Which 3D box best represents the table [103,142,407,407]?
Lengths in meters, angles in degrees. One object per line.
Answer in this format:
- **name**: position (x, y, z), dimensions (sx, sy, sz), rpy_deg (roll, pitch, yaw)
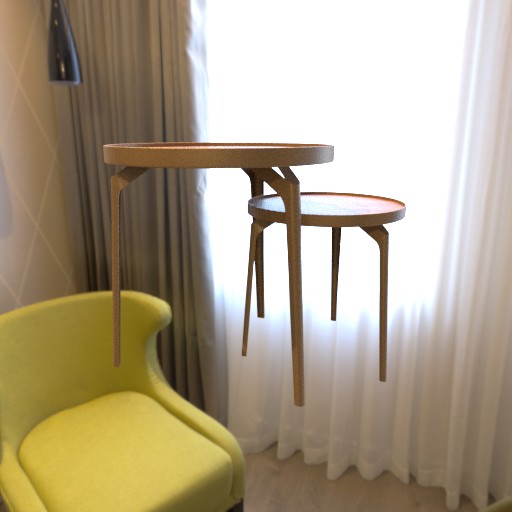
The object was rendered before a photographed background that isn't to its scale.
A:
- **table**: position (0.000, 0.000, 1.136), dimensions (0.751, 0.555, 0.532), rpy_deg (-3, 16, -9)
